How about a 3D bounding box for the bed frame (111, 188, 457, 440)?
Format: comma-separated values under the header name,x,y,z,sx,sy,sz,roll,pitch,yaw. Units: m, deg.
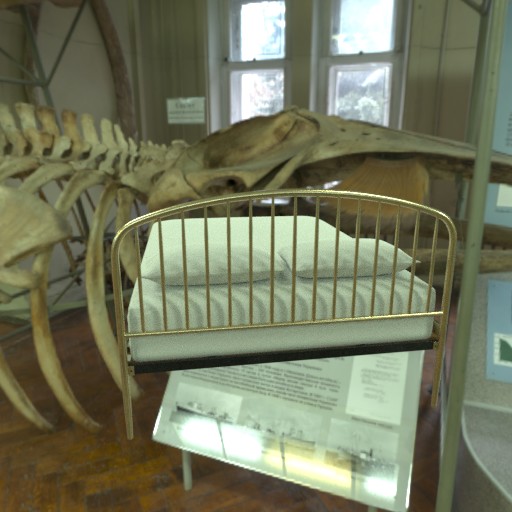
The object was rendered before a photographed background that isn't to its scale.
name,x,y,z,sx,sy,sz,roll,pitch,yaw
bed frame,0.000,0.000,3.104,1.612,1.175,2.152,-2,15,-9
